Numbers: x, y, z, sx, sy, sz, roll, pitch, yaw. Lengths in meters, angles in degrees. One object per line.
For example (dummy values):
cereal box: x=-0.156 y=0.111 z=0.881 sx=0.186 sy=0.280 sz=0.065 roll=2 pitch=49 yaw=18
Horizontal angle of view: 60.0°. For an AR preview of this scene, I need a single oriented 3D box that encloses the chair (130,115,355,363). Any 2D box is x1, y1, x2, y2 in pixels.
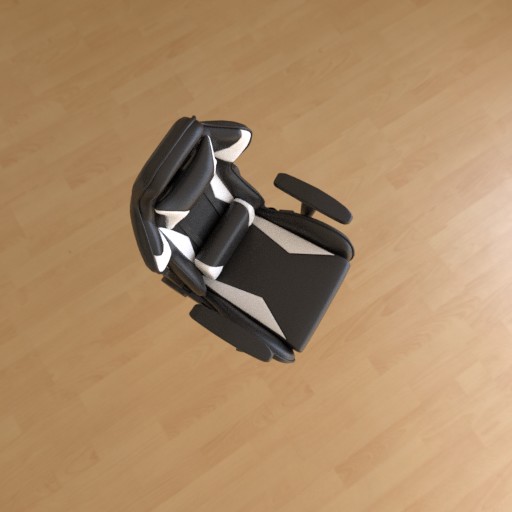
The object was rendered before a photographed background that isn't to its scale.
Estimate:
chair: x=0.000 y=0.000 z=1.749 sx=0.695 sy=1.285 sz=0.730 roll=30 pitch=78 yaw=7
